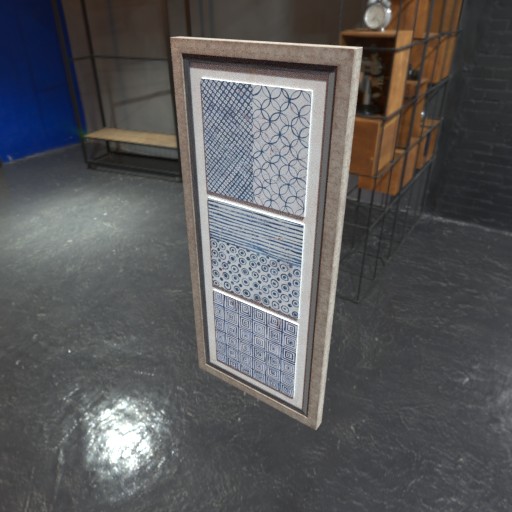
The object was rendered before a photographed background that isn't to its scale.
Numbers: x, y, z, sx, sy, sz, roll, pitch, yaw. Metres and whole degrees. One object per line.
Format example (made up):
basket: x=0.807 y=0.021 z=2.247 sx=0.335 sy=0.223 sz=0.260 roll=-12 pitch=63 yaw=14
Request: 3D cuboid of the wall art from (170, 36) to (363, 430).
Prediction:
wall art: x=0.000 y=0.000 z=1.673 sx=0.648 sy=1.461 sz=0.051 roll=19 pitch=35 yaw=29
